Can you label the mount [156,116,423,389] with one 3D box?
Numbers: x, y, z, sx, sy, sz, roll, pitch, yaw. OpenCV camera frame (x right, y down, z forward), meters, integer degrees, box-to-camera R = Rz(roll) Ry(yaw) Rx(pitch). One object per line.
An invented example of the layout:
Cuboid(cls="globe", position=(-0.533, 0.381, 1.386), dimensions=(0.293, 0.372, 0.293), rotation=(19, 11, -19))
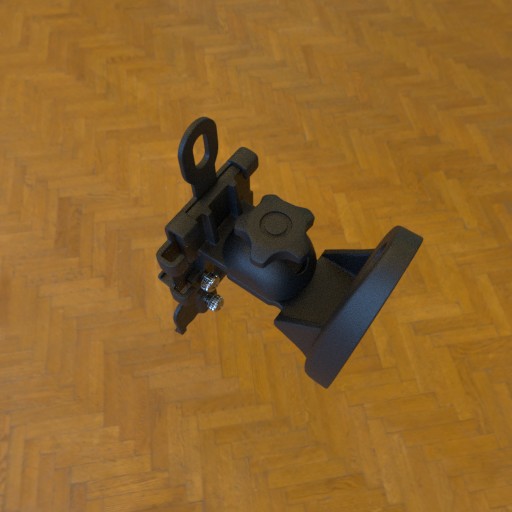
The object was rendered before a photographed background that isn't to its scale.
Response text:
Cuboid(cls="mount", position=(0.000, 0.000, 0.176), dimensions=(0.100, 0.118, 0.066), rotation=(32, 67, 16))
